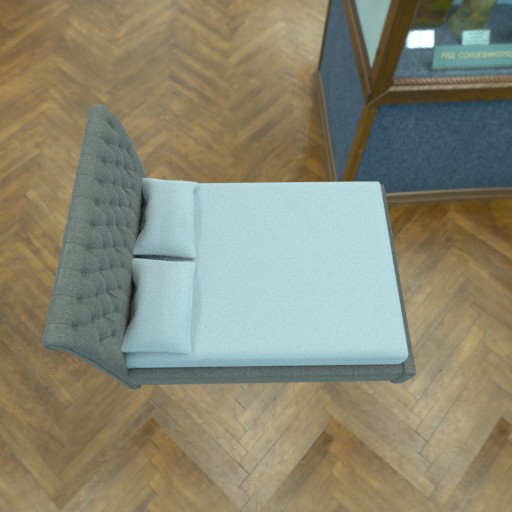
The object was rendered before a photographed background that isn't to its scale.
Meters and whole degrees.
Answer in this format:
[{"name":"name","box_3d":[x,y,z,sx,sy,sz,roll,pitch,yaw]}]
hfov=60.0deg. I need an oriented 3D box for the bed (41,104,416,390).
[{"name":"bed","box_3d":[0.000,0.000,3.231,2.252,1.371,1.645,-1,64,0]}]
